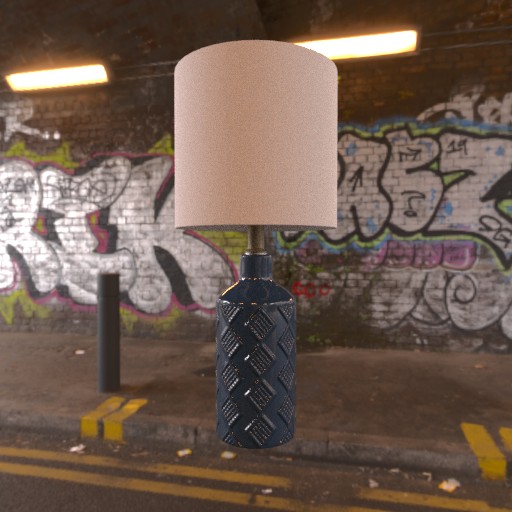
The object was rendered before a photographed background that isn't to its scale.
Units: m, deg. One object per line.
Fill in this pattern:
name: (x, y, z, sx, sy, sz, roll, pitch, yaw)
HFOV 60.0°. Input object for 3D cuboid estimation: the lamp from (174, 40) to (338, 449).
lamp: (0.000, 0.000, 0.576, 0.207, 0.461, 0.207, -1, 1, -37)
